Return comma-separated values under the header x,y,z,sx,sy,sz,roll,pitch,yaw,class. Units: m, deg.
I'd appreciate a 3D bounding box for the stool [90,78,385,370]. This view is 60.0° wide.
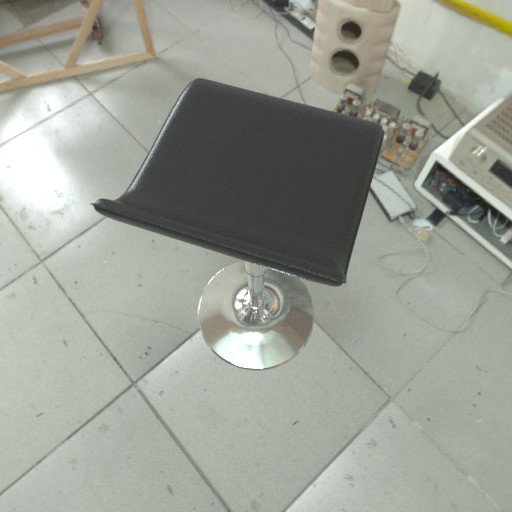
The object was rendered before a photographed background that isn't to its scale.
x,y,z,sx,sy,sz,roll,pitch,yaw,class
0.000,0.000,1.056,0.381,0.851,0.381,17,66,8,stool
